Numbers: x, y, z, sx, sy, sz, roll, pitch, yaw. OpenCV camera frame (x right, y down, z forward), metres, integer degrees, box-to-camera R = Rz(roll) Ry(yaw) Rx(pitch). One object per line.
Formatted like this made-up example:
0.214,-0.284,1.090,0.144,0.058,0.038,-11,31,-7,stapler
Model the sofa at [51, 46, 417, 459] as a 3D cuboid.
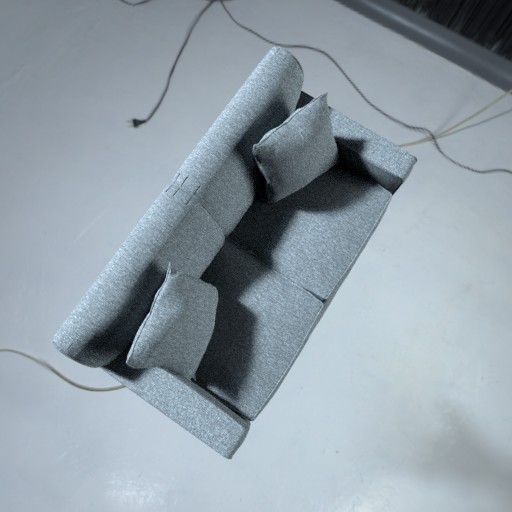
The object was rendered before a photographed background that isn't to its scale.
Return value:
0.000,0.000,2.452,0.998,0.958,1.846,33,79,7,sofa
